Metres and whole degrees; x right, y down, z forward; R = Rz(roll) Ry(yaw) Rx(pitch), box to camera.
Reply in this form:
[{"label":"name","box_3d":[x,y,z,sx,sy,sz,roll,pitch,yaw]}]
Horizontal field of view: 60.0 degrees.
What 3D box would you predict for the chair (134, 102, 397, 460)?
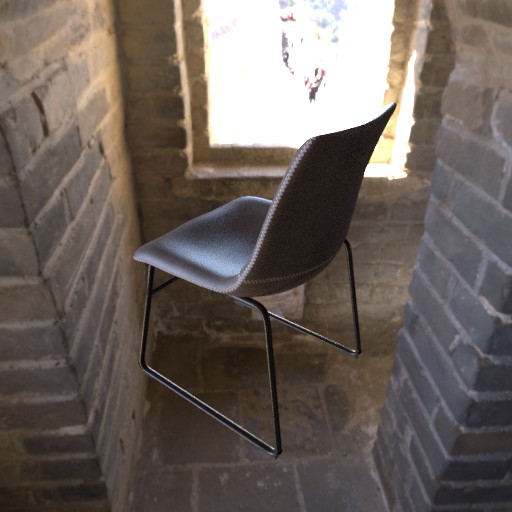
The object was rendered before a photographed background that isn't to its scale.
[{"label":"chair","box_3d":[0.000,0.000,1.149,0.550,0.780,0.460,21,36,31]}]
